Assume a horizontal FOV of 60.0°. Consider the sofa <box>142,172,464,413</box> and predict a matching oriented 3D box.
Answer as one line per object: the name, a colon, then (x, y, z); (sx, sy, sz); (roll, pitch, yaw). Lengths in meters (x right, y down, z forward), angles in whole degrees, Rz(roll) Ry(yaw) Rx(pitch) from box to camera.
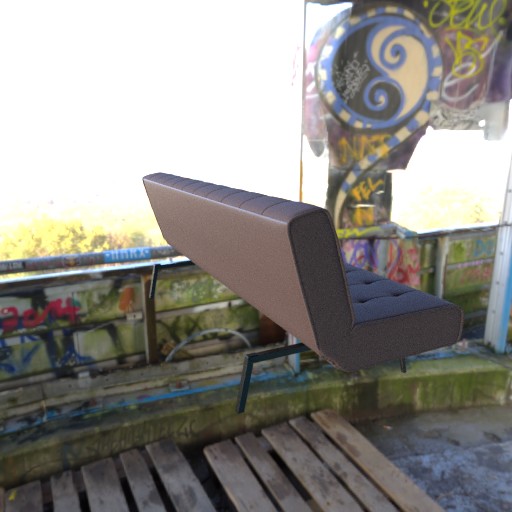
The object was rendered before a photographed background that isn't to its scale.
sofa: (0.000, 0.000, 2.073); (0.747, 0.699, 1.703); (-7, 16, -25)
